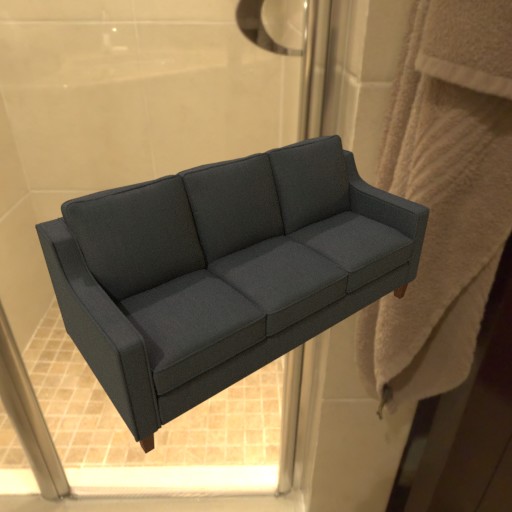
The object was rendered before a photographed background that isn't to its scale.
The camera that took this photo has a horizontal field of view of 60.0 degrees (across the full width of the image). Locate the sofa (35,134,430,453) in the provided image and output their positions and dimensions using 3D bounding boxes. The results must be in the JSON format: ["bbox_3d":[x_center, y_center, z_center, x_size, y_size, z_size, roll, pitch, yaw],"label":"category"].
[{"bbox_3d":[0.000,0.000,2.510,1.986,0.974,0.911,-22,38,-32],"label":"sofa"}]
